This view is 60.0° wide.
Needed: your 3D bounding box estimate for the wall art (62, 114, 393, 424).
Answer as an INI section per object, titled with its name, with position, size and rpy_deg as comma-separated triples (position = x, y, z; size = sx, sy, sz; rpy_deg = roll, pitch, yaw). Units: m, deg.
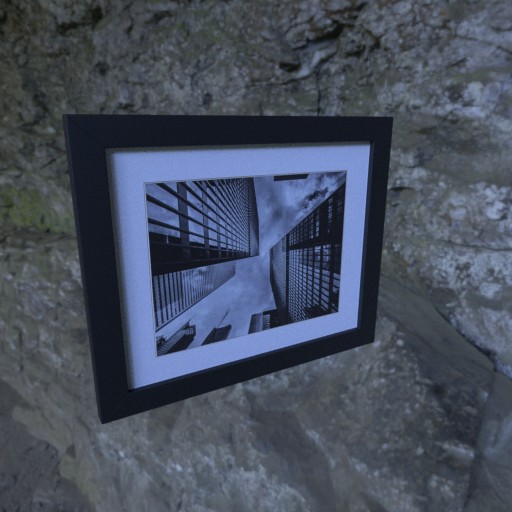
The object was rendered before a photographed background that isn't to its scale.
[wall art]
position = 0.000, 0.000, 0.755
size = 0.558, 0.457, 0.031
rpy_deg = -9, 19, -27
